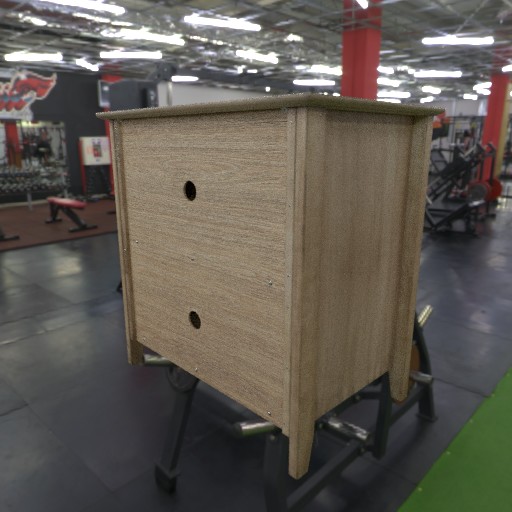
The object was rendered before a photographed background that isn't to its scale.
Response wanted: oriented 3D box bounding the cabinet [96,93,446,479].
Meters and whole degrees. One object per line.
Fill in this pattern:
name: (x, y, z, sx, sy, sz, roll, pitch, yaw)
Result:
cabinet: (0.000, 0.000, 1.221, 0.503, 0.762, 0.763, -14, 20, -42)
